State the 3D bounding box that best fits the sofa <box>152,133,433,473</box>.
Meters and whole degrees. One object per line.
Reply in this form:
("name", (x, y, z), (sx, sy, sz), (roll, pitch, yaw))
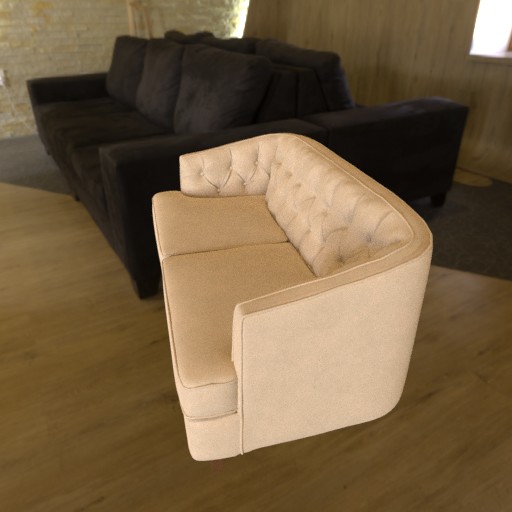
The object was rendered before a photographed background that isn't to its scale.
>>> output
("sofa", (0.000, 0.000, 2.198), (0.940, 0.878, 1.731), (-7, 30, -13))
